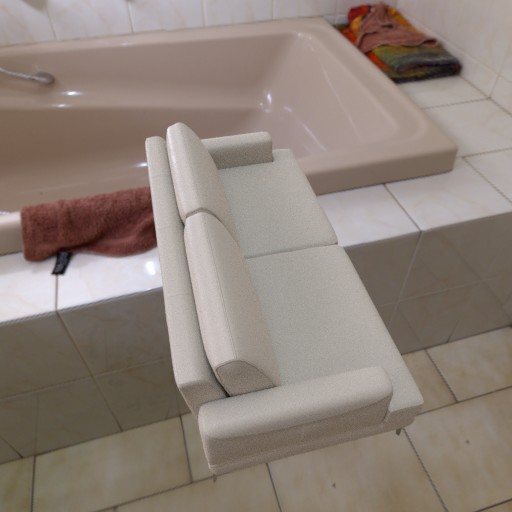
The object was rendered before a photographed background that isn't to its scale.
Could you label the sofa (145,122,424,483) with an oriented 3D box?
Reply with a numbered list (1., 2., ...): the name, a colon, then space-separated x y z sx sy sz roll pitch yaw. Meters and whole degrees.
1. sofa: 0.000 0.000 2.362 0.974 0.765 1.940 -10 47 -9
